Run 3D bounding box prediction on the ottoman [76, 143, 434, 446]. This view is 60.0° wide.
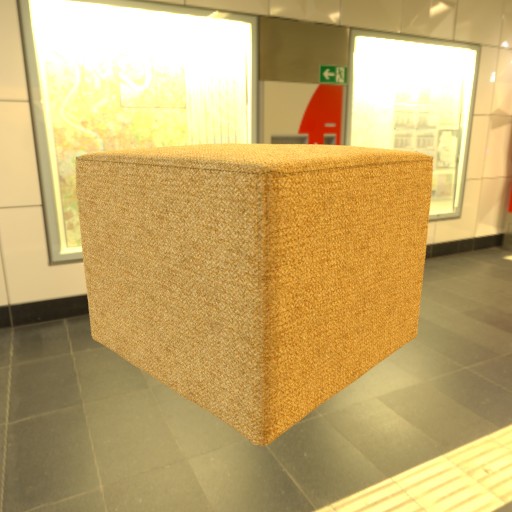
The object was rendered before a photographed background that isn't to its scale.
[{"bbox_3d":[0.000,0.000,0.900,0.512,0.441,0.505,14,20,42],"label":"ottoman"}]
